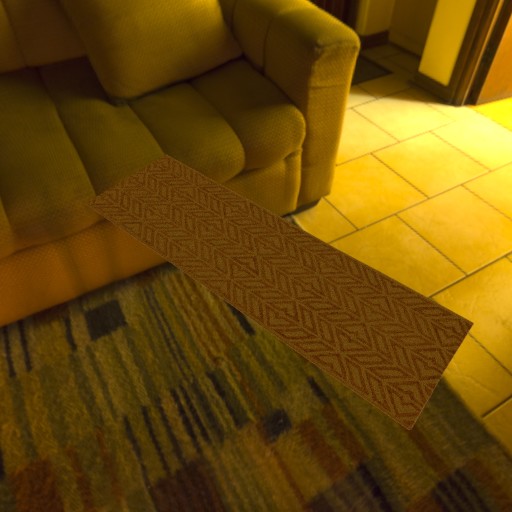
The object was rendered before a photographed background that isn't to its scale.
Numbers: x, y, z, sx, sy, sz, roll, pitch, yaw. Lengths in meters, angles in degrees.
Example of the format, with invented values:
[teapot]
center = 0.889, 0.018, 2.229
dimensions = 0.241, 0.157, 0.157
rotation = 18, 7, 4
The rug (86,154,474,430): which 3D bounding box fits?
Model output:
[rug]
center = 0.000, 0.000, 2.720
dimensions = 2.435, 0.009, 0.750
rotation = 32, 55, 26
